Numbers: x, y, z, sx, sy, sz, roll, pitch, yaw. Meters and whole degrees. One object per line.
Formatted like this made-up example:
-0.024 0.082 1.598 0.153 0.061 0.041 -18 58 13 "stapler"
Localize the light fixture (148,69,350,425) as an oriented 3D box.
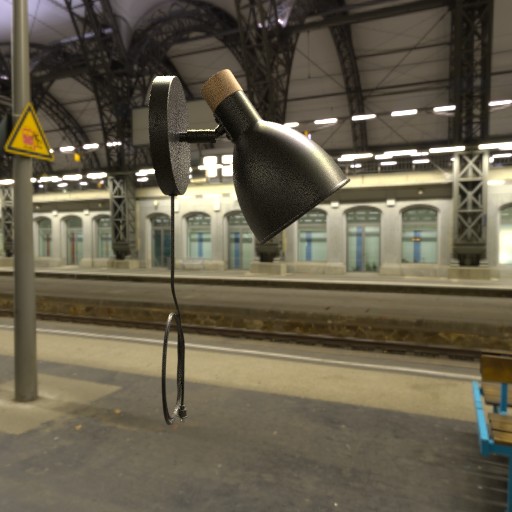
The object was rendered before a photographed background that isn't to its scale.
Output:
0.000 0.000 0.487 0.203 0.401 0.127 0 2 1 "light fixture"
